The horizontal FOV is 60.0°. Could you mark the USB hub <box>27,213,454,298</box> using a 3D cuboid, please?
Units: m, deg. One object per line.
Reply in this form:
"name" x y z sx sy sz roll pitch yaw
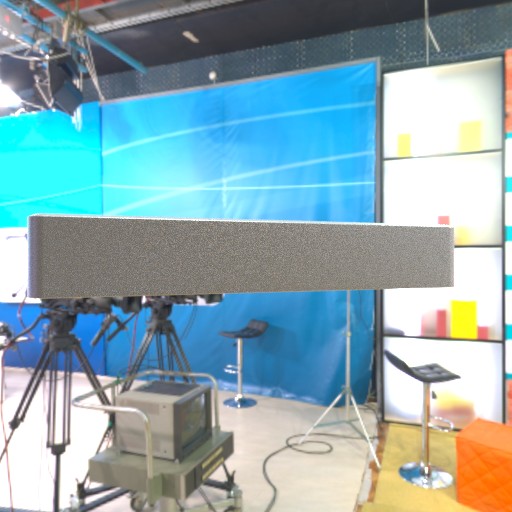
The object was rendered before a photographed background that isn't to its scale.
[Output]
"USB hub" 0.000 0.000 0.162 0.145 0.023 0.044 0 0 -19
